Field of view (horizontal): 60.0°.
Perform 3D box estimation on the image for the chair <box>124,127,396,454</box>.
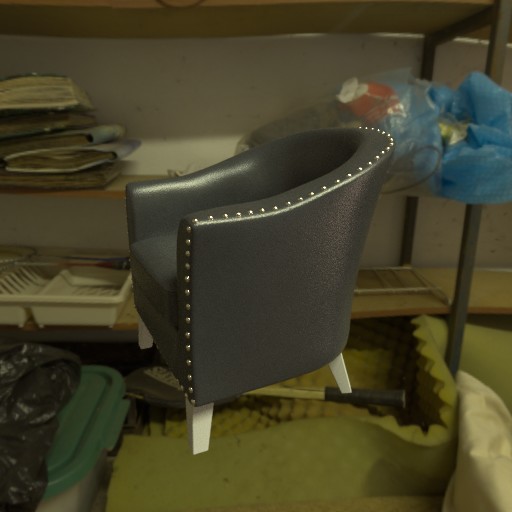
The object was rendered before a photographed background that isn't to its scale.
[{"bbox_3d":[0.000,0.000,1.468,0.748,0.823,0.794,-7,17,-25],"label":"chair"}]
